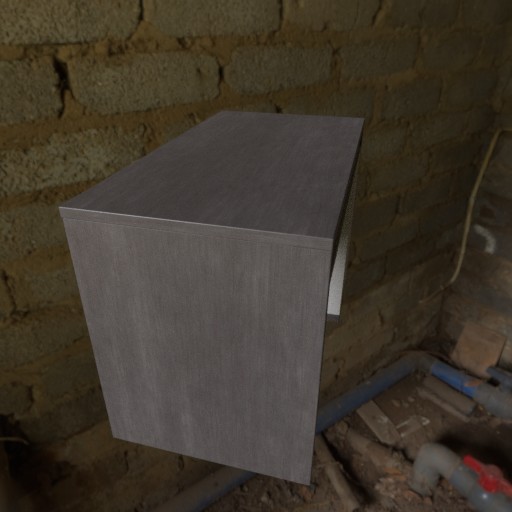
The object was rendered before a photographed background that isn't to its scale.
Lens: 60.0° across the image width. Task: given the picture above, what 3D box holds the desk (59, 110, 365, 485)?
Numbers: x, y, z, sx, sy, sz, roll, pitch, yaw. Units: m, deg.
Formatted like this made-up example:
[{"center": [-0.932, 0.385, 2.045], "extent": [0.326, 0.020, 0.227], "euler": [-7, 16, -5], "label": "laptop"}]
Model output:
[{"center": [0.000, 0.000, 1.548], "extent": [0.600, 0.750, 1.100], "euler": [7, 30, 13], "label": "desk"}]
